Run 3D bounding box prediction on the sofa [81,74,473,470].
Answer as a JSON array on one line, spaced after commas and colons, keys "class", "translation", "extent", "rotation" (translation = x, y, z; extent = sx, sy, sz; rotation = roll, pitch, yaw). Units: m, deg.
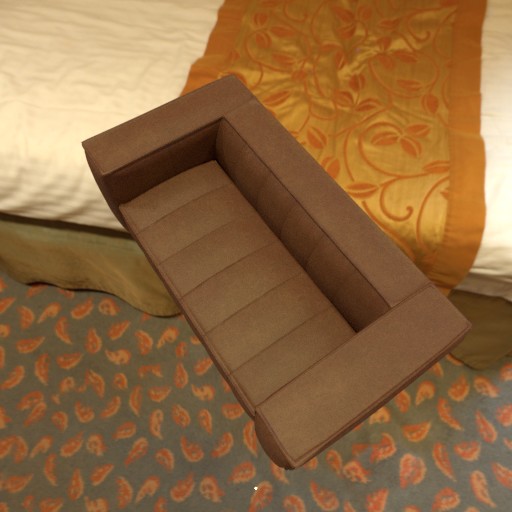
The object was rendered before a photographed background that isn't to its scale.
[{"class": "sofa", "translation": [0.000, 0.000, 2.576], "extent": [1.102, 0.703, 2.088], "rotation": [-31, 67, -15]}]
